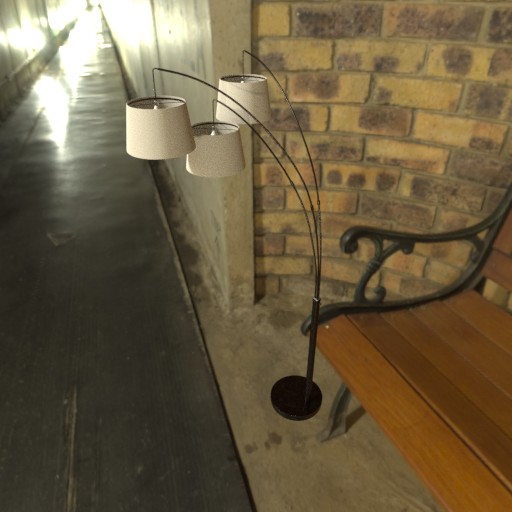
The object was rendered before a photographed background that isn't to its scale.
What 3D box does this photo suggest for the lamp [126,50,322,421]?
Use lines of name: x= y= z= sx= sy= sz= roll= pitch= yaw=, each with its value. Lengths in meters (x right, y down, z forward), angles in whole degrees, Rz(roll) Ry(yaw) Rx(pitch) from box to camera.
lamp: x=0.000 y=0.000 z=2.425 sx=0.924 sy=1.950 sz=0.951 roll=20 pitch=37 yaw=29
